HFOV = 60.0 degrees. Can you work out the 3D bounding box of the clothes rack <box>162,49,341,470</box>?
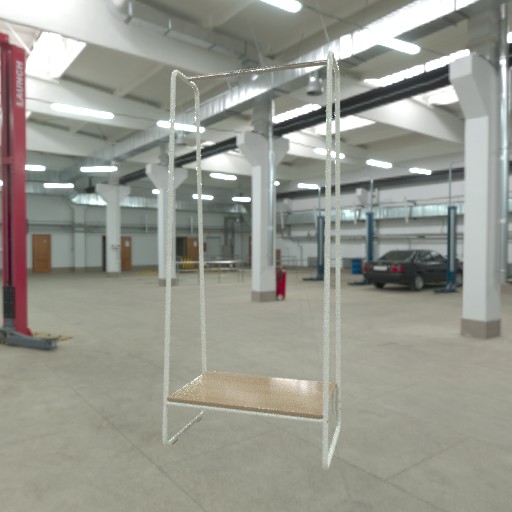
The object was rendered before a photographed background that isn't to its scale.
[{"bbox_3d":[0.000,0.000,1.790,0.640,1.500,0.400,0,1,17],"label":"clothes rack"}]
